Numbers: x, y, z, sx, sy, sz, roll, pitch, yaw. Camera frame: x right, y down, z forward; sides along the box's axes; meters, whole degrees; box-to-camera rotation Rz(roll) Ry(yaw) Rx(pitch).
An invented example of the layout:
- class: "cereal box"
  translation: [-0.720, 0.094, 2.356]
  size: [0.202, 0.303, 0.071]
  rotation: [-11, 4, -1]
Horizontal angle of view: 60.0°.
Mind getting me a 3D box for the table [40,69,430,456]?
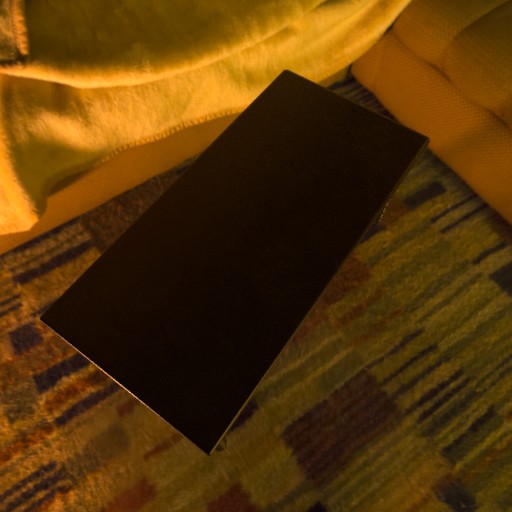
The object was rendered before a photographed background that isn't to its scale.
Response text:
- class: "table"
  translation: [0.000, 0.000, 1.516]
  size: [0.580, 0.487, 1.171]
  rotation: [32, 67, 16]
